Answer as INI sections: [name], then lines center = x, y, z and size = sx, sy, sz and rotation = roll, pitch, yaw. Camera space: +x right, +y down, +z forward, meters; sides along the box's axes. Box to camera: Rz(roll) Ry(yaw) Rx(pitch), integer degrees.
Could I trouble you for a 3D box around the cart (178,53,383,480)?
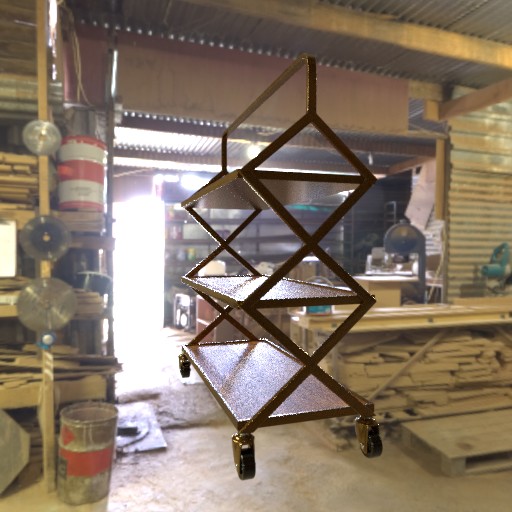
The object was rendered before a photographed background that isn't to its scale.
[cart]
center = 0.000, 0.000, 1.169
size = 0.313, 0.805, 0.723
rotation = 0, 1, -18
